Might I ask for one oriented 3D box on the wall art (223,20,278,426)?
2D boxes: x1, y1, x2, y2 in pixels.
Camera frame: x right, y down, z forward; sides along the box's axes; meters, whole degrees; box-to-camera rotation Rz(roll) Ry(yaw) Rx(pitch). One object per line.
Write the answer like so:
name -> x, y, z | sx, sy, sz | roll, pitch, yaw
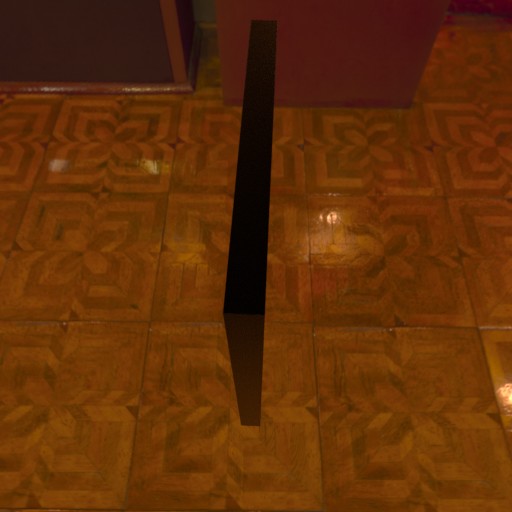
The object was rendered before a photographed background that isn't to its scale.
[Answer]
wall art -> 0.000, 0.000, 0.751 | 0.039, 0.553, 0.451 | 2, 59, 1
